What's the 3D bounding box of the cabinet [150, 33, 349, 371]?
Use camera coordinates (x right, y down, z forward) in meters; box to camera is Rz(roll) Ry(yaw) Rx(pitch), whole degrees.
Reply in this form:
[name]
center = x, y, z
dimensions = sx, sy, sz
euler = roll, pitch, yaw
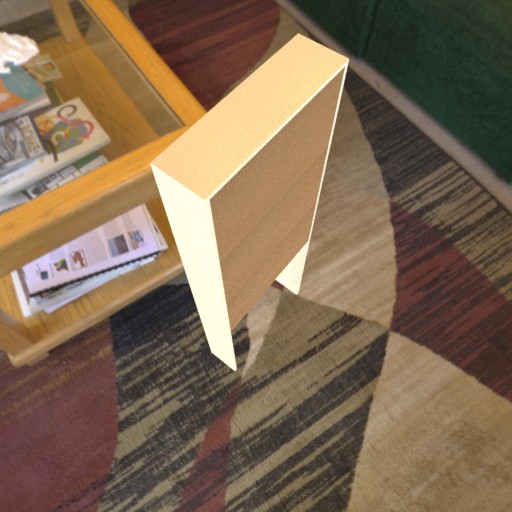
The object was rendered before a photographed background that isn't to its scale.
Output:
[cabinet]
center = 0.000, 0.000, 2.001
dimensions = 0.192, 1.770, 0.643
euler = 35, 68, 17
